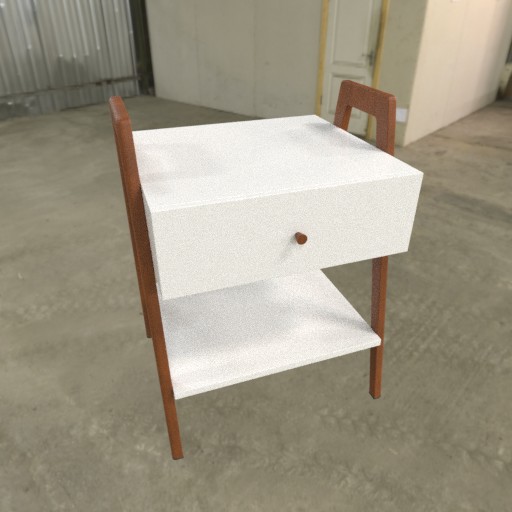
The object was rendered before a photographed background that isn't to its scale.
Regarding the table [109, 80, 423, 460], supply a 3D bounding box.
[{"bbox_3d":[0.000,0.000,0.884,0.457,0.610,0.405,-10,33,-16],"label":"table"}]
